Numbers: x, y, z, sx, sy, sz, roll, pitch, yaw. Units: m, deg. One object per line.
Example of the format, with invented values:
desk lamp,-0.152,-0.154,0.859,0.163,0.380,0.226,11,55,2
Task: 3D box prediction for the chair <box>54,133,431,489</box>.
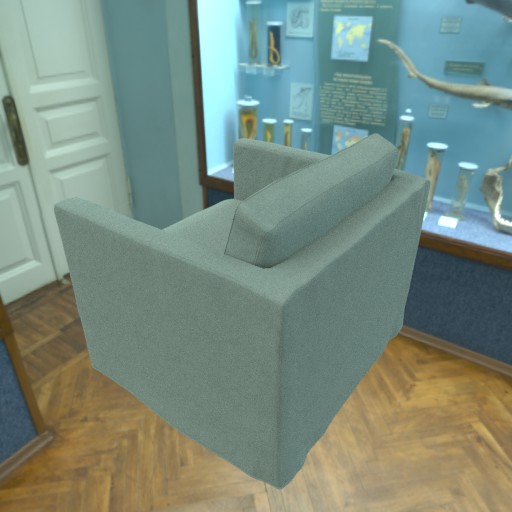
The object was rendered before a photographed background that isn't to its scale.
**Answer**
chair,0.000,0.000,1.702,0.949,0.863,1.057,20,36,31
